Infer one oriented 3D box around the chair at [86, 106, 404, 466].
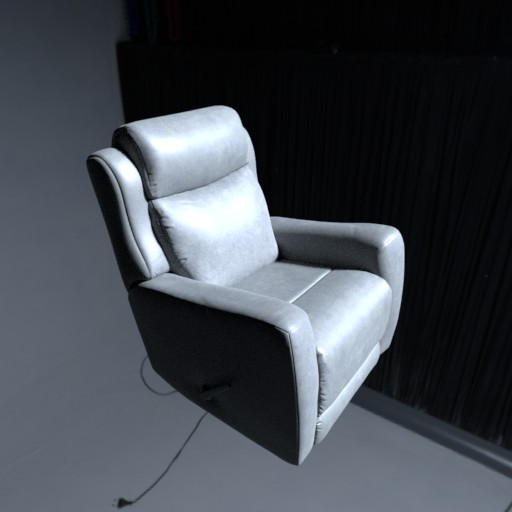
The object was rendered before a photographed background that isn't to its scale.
[{"bbox_3d":[0.000,0.000,1.935,1.068,1.116,0.967,19,33,32],"label":"chair"}]
